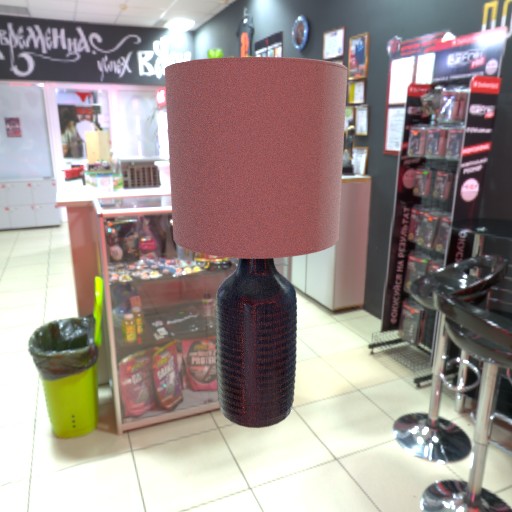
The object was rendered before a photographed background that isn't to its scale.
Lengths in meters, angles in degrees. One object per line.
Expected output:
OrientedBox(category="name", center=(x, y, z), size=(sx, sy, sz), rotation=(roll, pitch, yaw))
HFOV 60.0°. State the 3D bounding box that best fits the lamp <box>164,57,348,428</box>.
OrientedBox(category="lamp", center=(0.000, 0.000, 0.611), size=(0.220, 0.475, 0.220), rotation=(3, 16, 9))
